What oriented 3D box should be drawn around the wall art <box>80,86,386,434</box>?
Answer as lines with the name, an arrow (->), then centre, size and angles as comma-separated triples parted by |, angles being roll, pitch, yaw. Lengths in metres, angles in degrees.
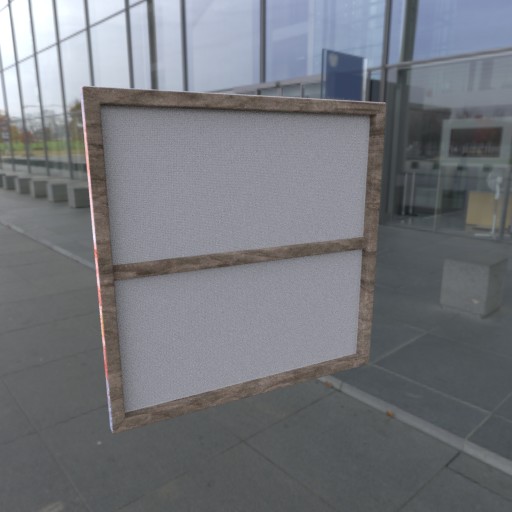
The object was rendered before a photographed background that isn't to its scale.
wall art -> 0.000, 0.000, 1.095 | 0.747, 0.747, 0.035 | -7, 15, -26
